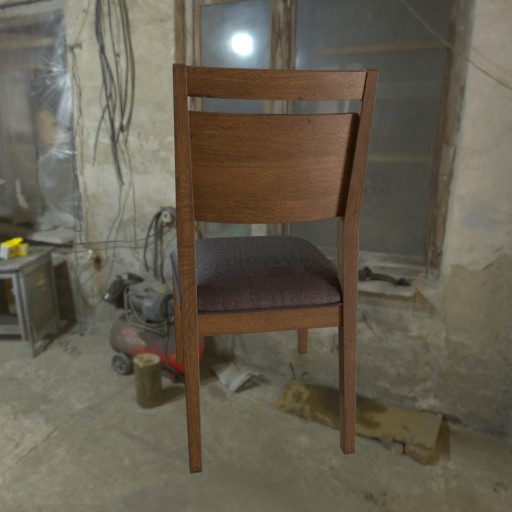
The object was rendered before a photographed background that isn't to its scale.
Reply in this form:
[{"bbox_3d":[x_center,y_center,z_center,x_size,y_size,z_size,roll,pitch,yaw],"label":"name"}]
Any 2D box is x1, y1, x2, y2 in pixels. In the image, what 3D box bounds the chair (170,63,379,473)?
[{"bbox_3d":[0.000,0.000,1.272,0.501,0.939,0.610,-3,15,-10],"label":"chair"}]
